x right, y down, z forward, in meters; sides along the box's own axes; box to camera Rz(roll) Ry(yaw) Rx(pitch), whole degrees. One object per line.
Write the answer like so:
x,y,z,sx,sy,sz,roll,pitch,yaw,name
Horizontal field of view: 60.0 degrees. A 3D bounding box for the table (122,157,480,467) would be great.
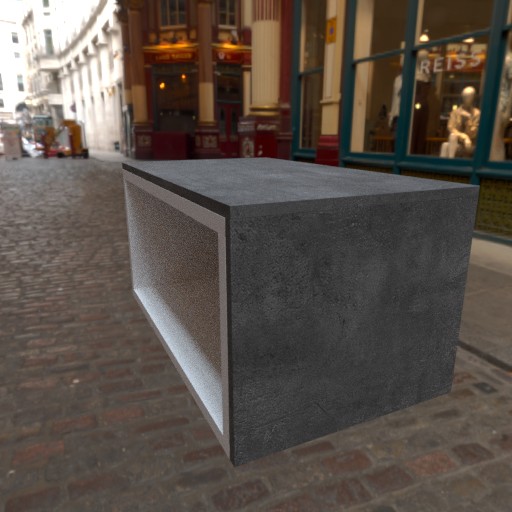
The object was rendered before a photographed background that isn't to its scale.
0.000,0.000,0.925,0.400,0.350,0.700,-8,18,-25,table
